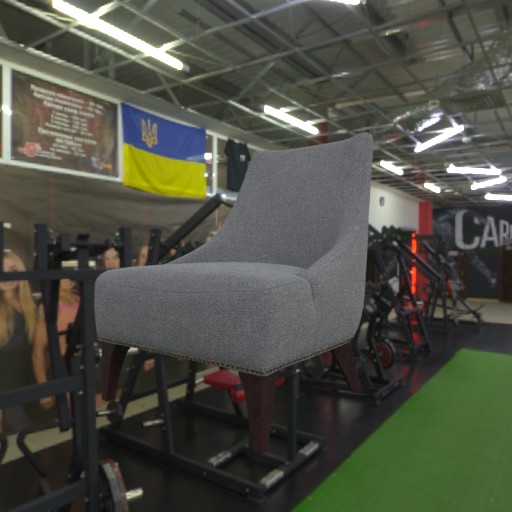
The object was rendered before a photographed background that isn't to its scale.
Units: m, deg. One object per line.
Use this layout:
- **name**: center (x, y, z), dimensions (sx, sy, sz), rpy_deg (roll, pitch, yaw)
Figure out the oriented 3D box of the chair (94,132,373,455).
- **chair**: center (0.000, 0.000, 1.522), dimensions (0.701, 0.909, 0.861), rpy_deg (1, 1, 37)
